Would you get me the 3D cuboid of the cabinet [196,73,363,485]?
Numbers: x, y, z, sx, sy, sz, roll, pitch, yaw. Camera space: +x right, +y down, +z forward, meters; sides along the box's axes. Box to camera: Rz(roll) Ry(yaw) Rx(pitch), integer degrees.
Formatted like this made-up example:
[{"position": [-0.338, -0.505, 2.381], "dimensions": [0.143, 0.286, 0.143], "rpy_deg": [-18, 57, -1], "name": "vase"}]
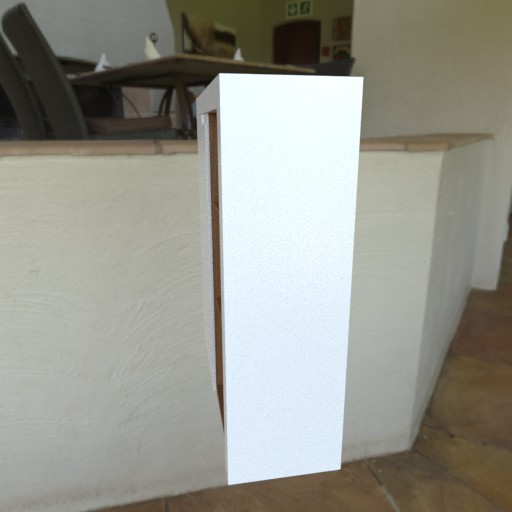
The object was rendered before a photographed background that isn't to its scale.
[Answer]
[{"position": [0.000, 0.000, 1.645], "dimensions": [0.348, 1.150, 0.990], "rpy_deg": [-3, 17, -10], "name": "cabinet"}]
